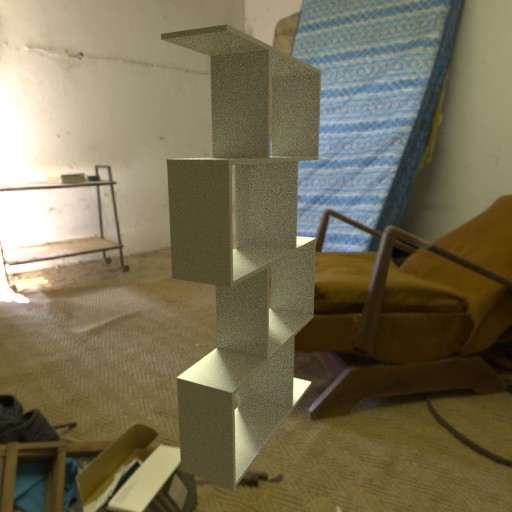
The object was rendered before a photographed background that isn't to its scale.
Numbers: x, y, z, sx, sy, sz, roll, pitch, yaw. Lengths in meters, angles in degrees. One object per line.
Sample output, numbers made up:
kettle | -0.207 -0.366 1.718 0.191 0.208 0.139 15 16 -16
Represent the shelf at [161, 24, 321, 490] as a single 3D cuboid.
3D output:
shelf | 0.000 0.000 1.966 0.250 1.650 0.890 7 15 26
